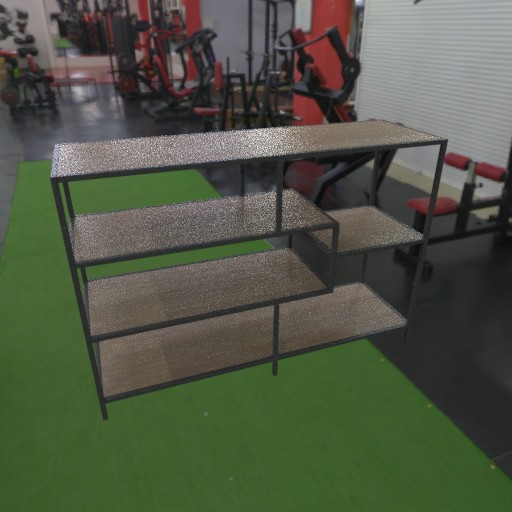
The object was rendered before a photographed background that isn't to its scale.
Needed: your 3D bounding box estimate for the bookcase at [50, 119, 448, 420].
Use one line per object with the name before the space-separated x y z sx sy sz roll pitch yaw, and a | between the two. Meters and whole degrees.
bookcase | 0.000 0.000 1.519 1.140 0.780 0.350 -10 29 -18
